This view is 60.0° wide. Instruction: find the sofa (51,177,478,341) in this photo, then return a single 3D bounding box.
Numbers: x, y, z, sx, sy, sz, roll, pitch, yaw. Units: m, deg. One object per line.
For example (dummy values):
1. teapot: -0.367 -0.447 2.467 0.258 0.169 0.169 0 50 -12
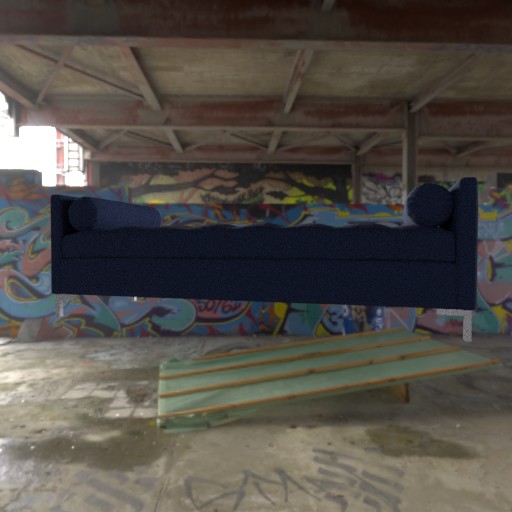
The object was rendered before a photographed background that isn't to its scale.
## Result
1. sofa: 0.000 0.000 2.422 2.102 0.657 0.797 0 1 17
